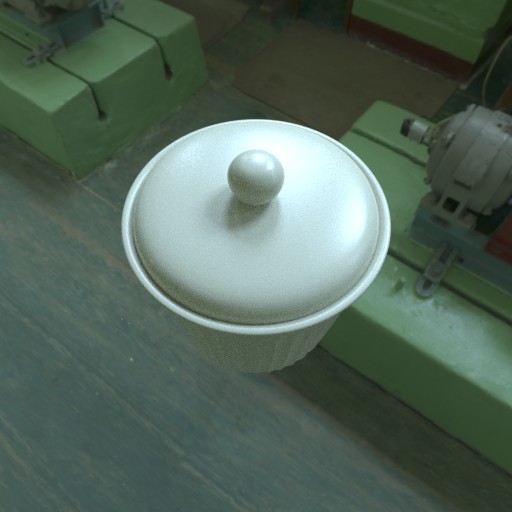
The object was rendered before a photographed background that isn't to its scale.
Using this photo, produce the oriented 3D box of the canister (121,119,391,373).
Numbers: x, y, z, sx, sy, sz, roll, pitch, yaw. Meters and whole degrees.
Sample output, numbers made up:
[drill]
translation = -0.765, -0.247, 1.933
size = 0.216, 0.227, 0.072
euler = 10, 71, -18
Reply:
[canister]
translation = 0.000, 0.000, 0.350
size = 0.181, 0.211, 0.181
euler = 0, 58, 0
